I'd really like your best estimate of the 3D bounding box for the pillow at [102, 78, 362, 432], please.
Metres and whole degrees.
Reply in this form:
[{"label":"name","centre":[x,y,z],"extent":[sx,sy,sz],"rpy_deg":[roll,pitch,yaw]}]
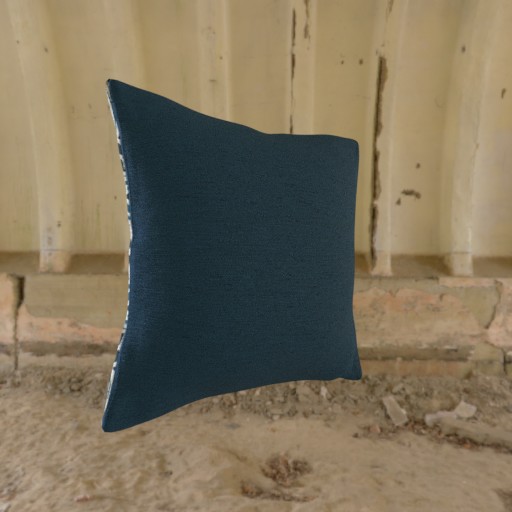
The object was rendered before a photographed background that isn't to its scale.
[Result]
[{"label":"pillow","centre":[0.000,0.000,0.647],"extent":[0.440,0.420,0.145],"rpy_deg":[1,-2,-35]}]
